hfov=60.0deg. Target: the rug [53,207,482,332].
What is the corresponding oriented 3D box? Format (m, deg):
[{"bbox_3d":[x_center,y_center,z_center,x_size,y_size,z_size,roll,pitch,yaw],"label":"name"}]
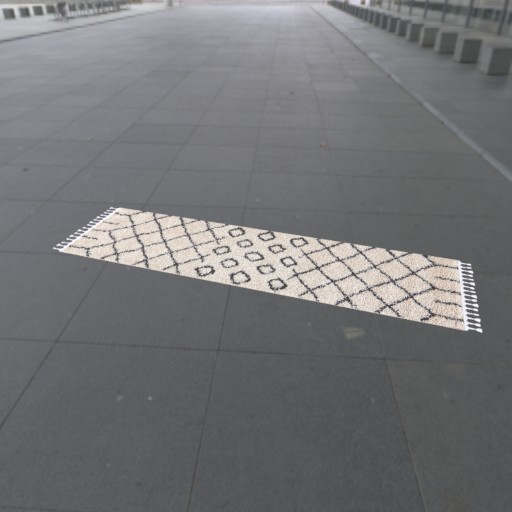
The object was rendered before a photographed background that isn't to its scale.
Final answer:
[{"bbox_3d":[0.000,0.000,2.679,2.464,0.005,0.660,10,33,16],"label":"rug"}]
